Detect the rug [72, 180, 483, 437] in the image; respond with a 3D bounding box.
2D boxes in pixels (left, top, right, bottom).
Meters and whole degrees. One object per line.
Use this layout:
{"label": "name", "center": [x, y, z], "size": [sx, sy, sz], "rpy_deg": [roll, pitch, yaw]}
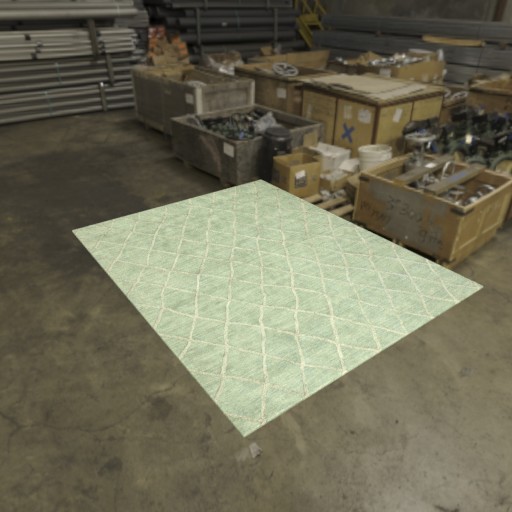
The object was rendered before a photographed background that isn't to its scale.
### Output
{"label": "rug", "center": [0.000, 0.000, 4.086], "size": [2.420, 0.019, 3.039], "rpy_deg": [-21, 36, -31]}
